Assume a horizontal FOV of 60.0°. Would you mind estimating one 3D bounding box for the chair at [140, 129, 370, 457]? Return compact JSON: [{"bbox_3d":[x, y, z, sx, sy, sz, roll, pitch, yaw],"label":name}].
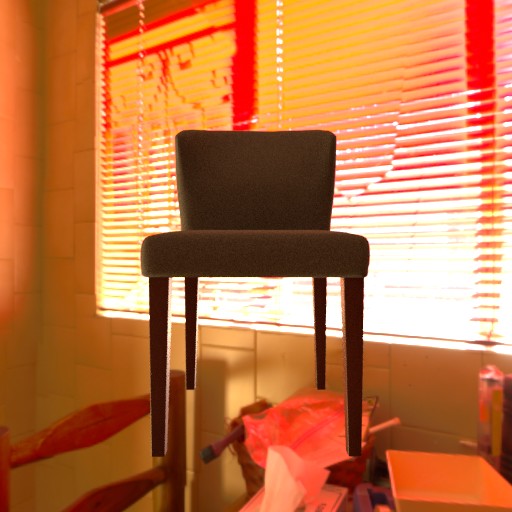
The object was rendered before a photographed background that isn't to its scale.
[{"bbox_3d":[0.000,0.000,1.192,0.491,0.839,0.592,0,-1,0],"label":"chair"}]
